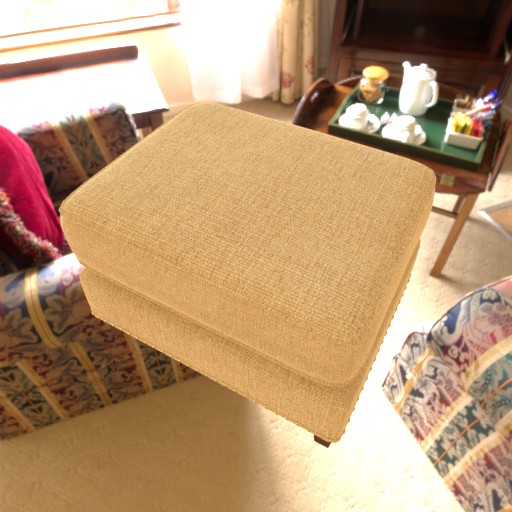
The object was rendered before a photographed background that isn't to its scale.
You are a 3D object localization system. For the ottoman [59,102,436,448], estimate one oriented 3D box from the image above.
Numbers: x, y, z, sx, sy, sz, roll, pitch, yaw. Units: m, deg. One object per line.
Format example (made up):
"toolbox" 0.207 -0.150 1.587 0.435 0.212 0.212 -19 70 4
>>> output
"ottoman" 0.000 0.000 1.151 0.738 0.537 0.589 22 51 20
